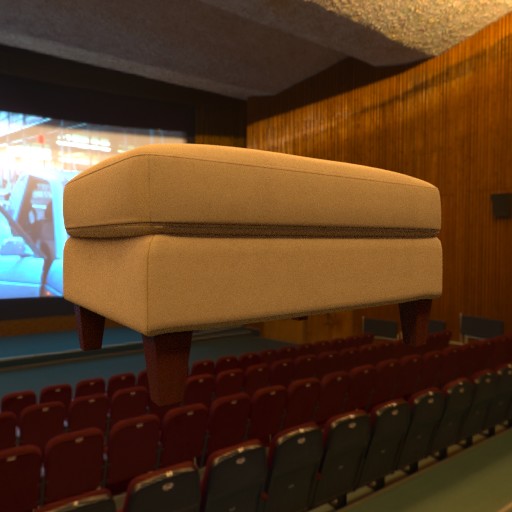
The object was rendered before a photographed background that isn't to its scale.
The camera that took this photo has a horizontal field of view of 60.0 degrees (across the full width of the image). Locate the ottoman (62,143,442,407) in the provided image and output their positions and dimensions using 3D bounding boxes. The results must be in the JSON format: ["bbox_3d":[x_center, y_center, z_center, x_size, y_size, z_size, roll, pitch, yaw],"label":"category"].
[{"bbox_3d":[0.000,0.000,1.174,0.864,0.483,0.584,-1,2,-36],"label":"ottoman"}]
